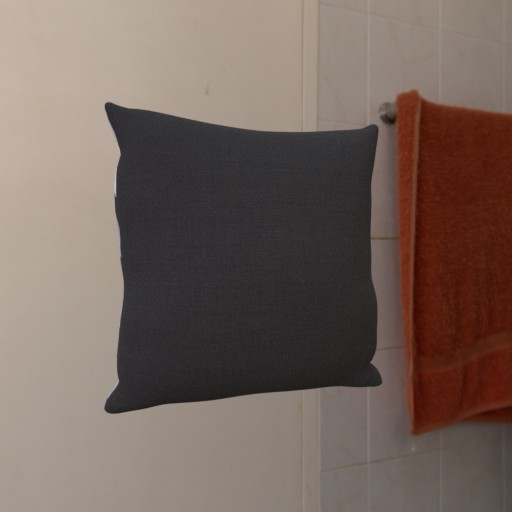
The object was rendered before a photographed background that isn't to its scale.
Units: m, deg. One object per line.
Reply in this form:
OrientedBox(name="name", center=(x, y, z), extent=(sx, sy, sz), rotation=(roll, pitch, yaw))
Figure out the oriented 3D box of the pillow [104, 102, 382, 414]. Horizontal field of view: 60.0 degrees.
OrientedBox(name="pillow", center=(0.000, 0.000, 0.775), extent=(0.503, 0.496, 0.208), rotation=(0, 0, -18))
